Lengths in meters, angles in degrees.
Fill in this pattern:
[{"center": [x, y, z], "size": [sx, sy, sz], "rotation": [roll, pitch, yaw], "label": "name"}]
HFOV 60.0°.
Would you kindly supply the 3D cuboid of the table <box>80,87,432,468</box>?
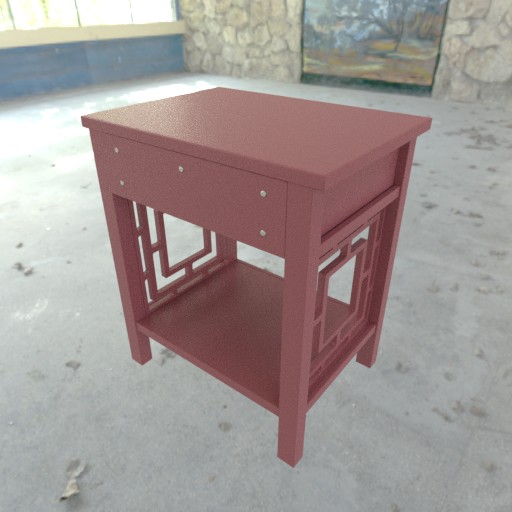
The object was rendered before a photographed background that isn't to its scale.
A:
[{"center": [0.000, 0.000, 1.112], "size": [0.599, 0.686, 0.451], "rotation": [22, 37, 32], "label": "table"}]
